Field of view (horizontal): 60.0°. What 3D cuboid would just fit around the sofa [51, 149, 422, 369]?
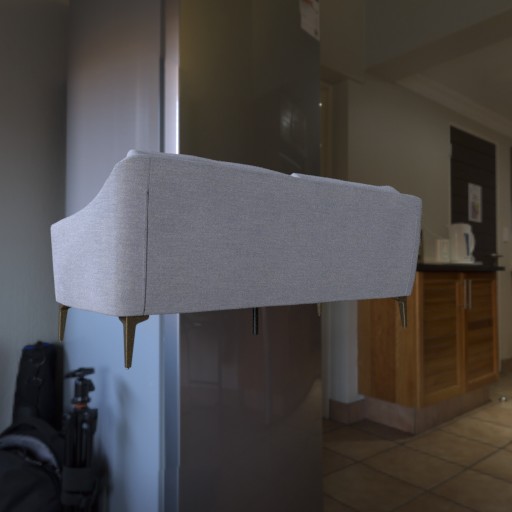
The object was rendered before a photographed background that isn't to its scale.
[{"bbox_3d":[0.000,0.000,2.572,2.036,0.913,0.980,1,-1,-37],"label":"sofa"}]
